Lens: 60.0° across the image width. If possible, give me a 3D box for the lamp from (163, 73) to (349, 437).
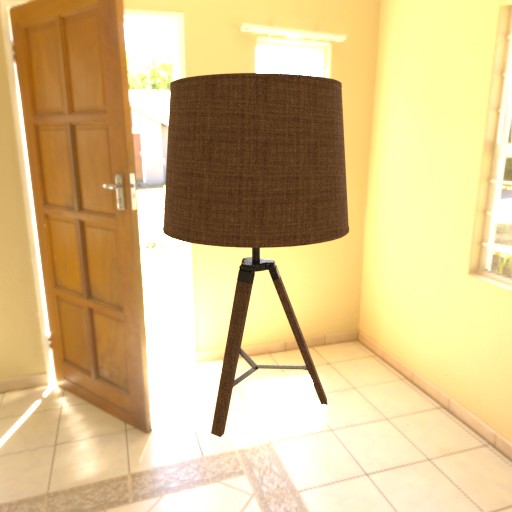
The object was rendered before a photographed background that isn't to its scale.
[{"bbox_3d":[0.000,0.000,0.713,0.290,0.514,0.290,0,14,0],"label":"lamp"}]
